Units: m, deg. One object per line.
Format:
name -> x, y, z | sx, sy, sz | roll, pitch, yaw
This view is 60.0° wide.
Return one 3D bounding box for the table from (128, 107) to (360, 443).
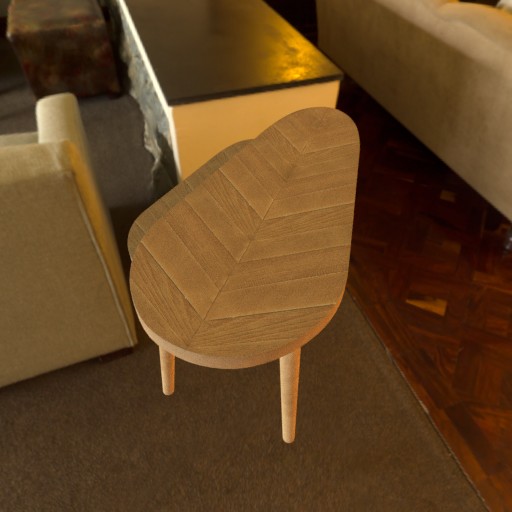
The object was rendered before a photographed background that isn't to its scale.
table -> 0.000, 0.000, 1.583 | 0.701, 0.595, 1.190 | 16, 48, 15
